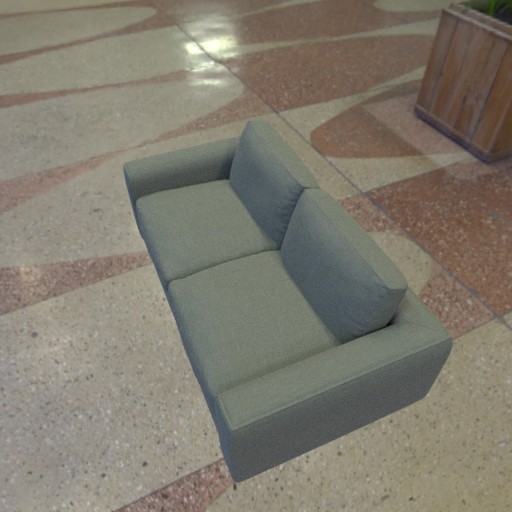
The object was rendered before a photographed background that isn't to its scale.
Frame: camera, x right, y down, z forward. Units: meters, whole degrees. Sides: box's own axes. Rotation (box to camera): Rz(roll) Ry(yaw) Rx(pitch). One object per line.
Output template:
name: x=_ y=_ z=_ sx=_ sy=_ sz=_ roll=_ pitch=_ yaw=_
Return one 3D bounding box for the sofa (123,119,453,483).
sofa: x=0.000 y=0.000 z=2.456 sx=1.069 sy=0.800 sz=1.920 roll=-17 pitch=48 yaw=-16
